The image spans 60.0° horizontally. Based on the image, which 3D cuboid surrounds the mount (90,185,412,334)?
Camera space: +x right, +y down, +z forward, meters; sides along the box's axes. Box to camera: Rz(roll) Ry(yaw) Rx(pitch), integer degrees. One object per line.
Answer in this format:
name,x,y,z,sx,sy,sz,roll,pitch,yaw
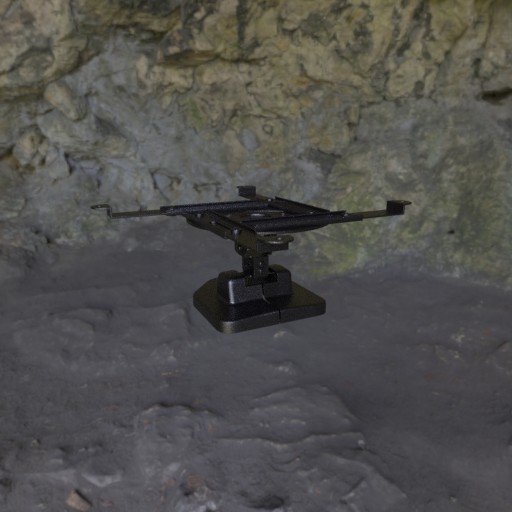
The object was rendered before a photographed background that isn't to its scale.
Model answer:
mount,0.000,0.000,0.598,0.394,0.141,0.394,-8,17,-25
